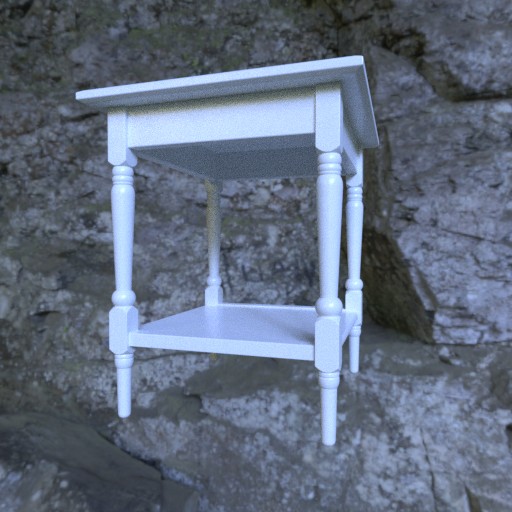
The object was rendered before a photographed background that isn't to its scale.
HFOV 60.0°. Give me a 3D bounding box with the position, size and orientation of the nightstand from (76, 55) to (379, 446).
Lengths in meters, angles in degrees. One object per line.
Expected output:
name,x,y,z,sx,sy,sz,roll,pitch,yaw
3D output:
nightstand,0.000,0.000,0.902,0.459,0.555,0.505,0,1,18
